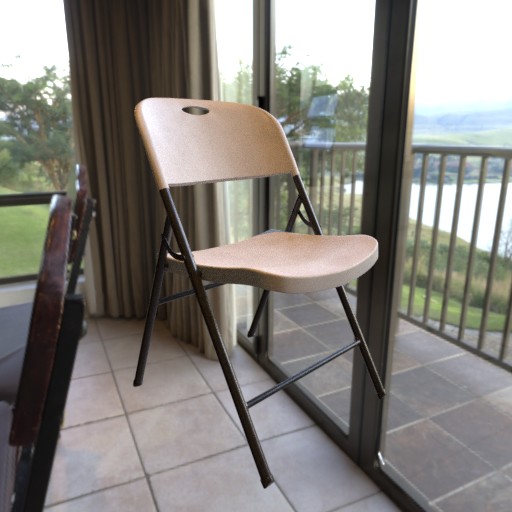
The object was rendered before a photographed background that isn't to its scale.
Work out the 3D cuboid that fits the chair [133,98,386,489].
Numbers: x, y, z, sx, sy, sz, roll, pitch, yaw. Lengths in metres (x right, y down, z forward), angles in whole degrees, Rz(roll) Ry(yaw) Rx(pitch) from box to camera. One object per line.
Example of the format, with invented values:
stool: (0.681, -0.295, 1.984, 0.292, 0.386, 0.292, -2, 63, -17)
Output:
chair: (0.000, 0.000, 1.175, 0.494, 0.810, 0.566, -15, 22, -42)
